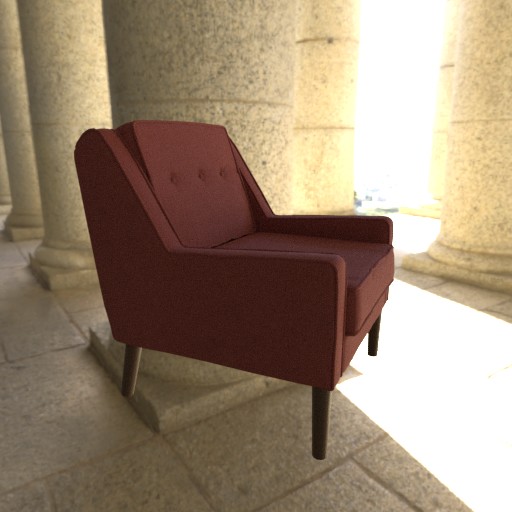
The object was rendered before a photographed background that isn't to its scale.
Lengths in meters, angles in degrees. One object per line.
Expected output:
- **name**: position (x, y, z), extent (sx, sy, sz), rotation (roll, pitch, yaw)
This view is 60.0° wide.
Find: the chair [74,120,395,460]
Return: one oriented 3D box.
- **chair**: position (0.000, 0.000, 1.378), extent (0.770, 0.812, 0.680), rotation (7, 16, 26)
